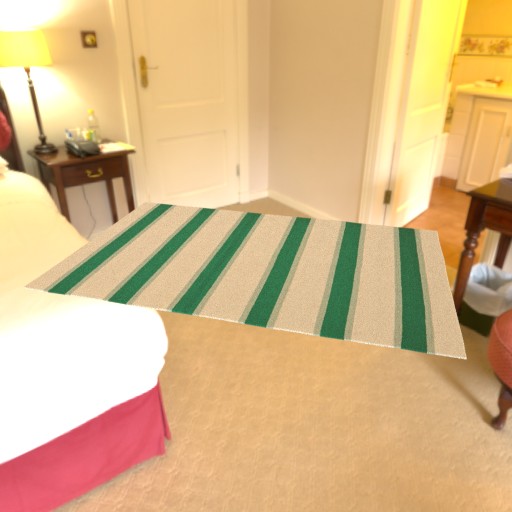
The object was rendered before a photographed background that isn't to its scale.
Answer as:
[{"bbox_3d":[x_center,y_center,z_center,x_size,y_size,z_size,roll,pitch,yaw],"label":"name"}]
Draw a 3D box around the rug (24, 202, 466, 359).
[{"bbox_3d":[0.000,0.000,2.986,2.436,0.015,1.521,7,28,13],"label":"rug"}]
